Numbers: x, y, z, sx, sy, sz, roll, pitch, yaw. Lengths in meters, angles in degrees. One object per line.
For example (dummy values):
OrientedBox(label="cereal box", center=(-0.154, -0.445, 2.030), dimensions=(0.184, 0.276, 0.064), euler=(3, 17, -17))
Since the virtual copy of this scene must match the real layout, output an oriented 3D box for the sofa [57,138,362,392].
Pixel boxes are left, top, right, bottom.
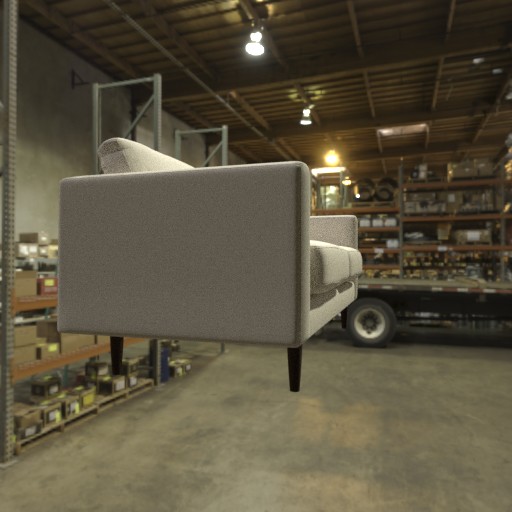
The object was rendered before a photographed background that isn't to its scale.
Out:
OrientedBox(label="sofa", center=(0.000, 0.000, 2.219), dimensions=(0.940, 0.893, 1.713), euler=(0, 0, 18))
